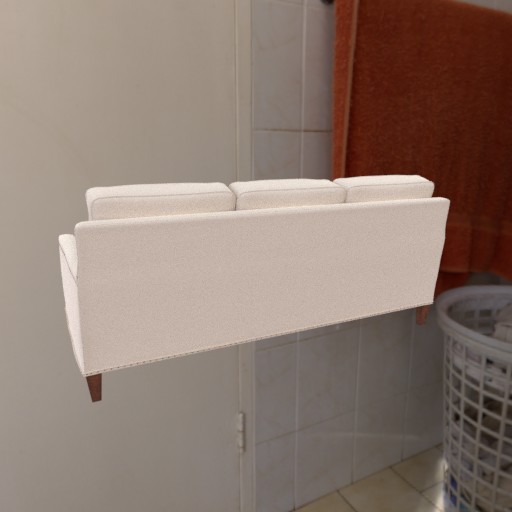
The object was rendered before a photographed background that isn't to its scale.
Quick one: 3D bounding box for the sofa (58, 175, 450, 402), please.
[{"bbox_3d":[0.000,0.000,2.805,2.246,1.003,1.084,-7,15,-25],"label":"sofa"}]
